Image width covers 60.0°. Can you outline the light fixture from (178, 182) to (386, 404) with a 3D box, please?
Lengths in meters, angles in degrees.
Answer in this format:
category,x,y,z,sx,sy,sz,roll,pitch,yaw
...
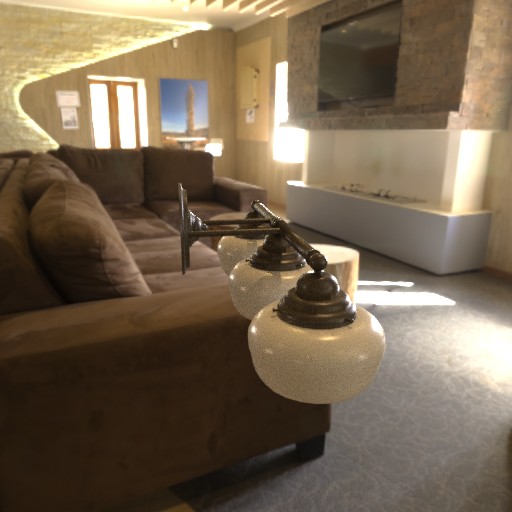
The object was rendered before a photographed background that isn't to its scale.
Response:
category,x,y,z,sx,sy,sz,roll,pitch,yaw
light fixture,0.000,0.000,0.721,0.239,0.242,0.587,-3,16,-9
